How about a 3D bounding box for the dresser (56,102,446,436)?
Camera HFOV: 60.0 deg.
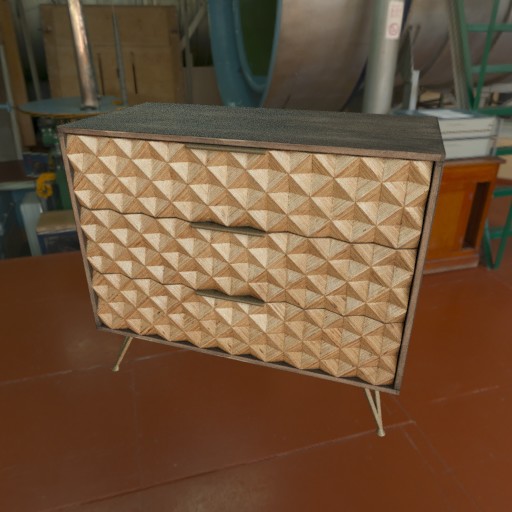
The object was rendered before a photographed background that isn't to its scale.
[{"bbox_3d":[0.000,0.000,1.359,0.923,0.801,0.453,8,28,16],"label":"dresser"}]
